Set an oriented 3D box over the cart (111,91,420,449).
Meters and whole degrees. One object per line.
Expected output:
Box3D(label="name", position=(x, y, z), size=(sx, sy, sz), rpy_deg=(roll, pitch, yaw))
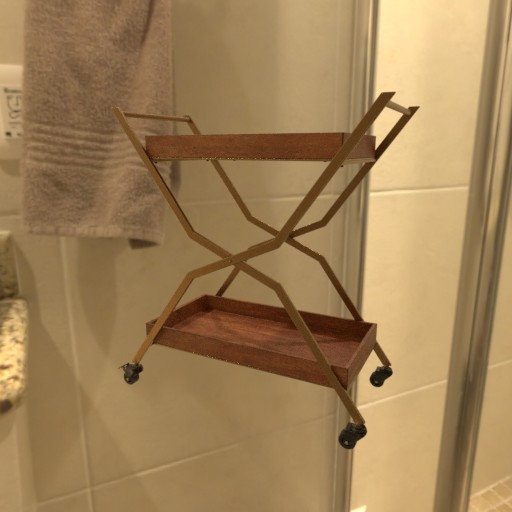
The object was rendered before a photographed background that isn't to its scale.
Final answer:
Box3D(label="cart", position=(0.000, 0.000, 1.361), size=(0.836, 0.869, 0.405), rpy_deg=(7, 15, 26))
